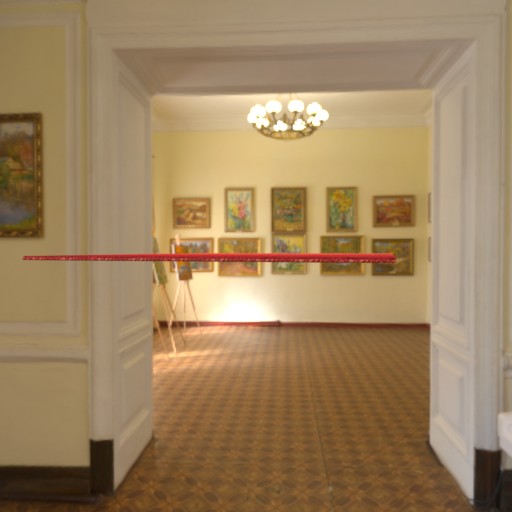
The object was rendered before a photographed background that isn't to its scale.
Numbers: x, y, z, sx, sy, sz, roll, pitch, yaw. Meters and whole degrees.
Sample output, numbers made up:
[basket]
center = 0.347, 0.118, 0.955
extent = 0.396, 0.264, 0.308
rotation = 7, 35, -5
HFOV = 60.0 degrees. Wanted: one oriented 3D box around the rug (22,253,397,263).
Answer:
[rug]
center = 0.000, 0.000, 3.914
extent = 2.340, 0.028, 2.905
rotation = 0, 1, 17
